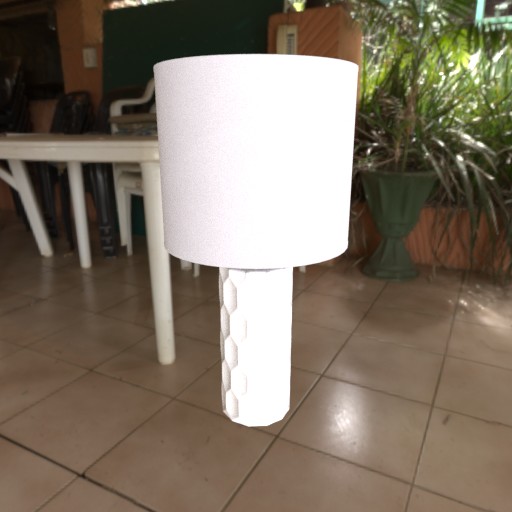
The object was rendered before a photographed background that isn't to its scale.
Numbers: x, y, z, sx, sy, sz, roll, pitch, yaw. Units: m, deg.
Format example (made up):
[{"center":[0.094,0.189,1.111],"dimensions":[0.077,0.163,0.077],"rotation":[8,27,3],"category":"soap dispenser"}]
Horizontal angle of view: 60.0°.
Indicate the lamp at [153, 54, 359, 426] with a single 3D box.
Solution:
[{"center":[0.000,0.000,0.687],"dimensions":[0.277,0.537,0.277],"rotation":[8,18,26],"category":"lamp"}]
